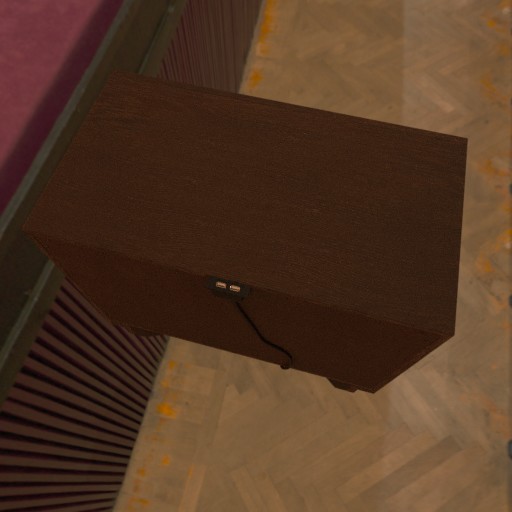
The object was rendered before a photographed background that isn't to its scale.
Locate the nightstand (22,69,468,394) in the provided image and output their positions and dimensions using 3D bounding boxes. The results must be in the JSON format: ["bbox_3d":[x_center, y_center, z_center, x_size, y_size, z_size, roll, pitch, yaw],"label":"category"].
[{"bbox_3d":[0.000,0.000,1.123,0.775,0.612,0.457,13,64,7],"label":"nightstand"}]
